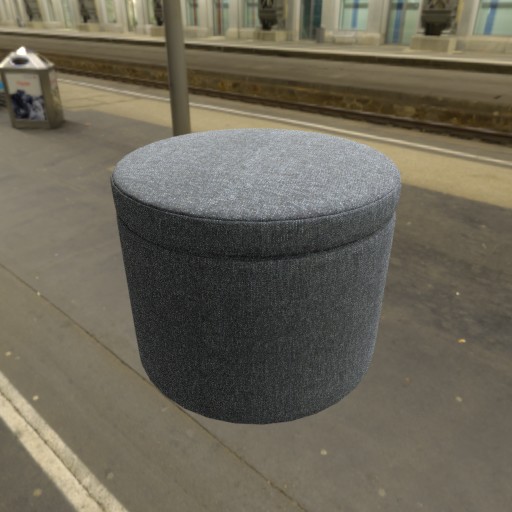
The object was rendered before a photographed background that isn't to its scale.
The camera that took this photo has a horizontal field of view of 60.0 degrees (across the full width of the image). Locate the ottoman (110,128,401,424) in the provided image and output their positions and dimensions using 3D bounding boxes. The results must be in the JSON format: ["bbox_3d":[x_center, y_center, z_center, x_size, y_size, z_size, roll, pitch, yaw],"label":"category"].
[{"bbox_3d":[0.000,0.000,0.876,0.500,0.419,0.500,0,29,0],"label":"ottoman"}]
